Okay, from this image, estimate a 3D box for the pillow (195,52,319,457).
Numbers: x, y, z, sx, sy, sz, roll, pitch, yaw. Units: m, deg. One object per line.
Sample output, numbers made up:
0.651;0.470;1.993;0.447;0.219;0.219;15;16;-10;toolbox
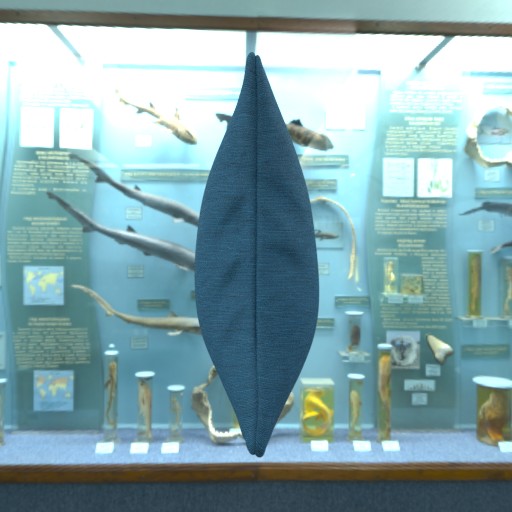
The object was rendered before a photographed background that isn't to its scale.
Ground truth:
0.000;0.000;0.665;0.177;0.420;0.437;0;0;0;pillow
